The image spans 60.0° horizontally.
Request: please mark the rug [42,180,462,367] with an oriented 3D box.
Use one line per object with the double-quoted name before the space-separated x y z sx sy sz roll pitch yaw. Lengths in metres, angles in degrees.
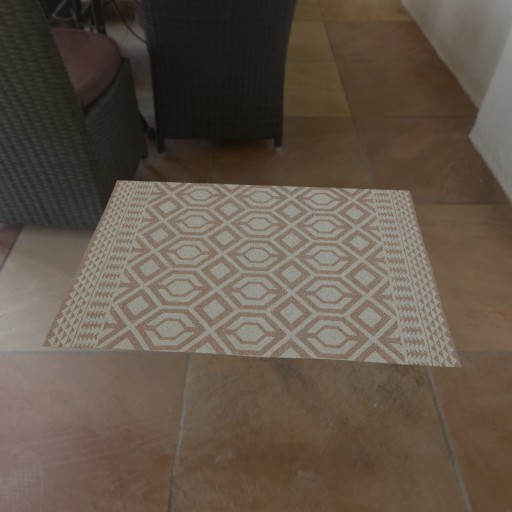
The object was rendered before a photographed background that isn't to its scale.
"rug" 0.000 0.000 2.349 1.829 0.008 1.219 2 46 2
